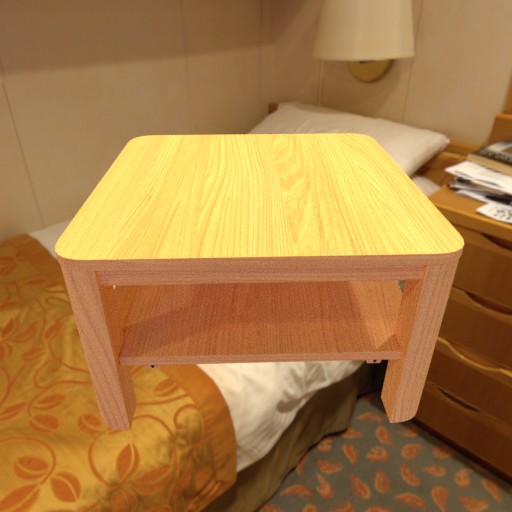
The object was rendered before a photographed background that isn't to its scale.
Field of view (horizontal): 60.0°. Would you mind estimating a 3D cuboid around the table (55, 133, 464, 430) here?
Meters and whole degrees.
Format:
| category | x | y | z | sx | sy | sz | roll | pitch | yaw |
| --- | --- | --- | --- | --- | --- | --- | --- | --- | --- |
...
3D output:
| category | x | y | z | sx | sy | sz | roll | pitch | yaw |
| --- | --- | --- | --- | --- | --- | --- | --- | --- | --- |
| table | 0.000 | 0.000 | 1.202 | 0.750 | 0.450 | 0.750 | -1 | 31 | -2 |
